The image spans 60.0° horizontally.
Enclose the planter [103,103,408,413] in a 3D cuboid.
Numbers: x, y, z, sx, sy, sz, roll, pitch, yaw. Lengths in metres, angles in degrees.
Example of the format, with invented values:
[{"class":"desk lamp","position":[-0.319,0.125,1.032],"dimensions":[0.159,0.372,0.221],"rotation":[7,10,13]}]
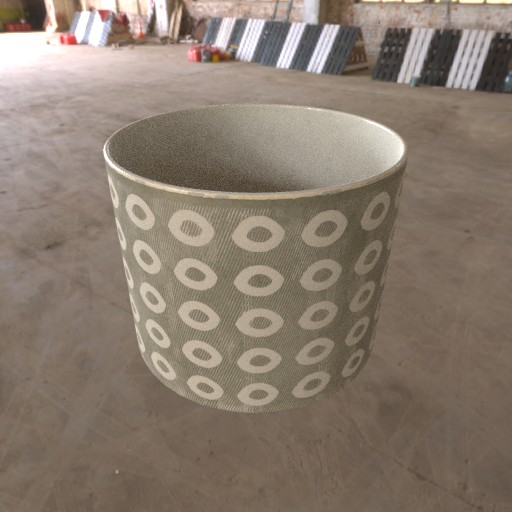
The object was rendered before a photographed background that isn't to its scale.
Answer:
[{"class":"planter","position":[0.000,0.000,0.440],"dimensions":[0.250,0.239,0.250],"rotation":[0,31,0]}]
